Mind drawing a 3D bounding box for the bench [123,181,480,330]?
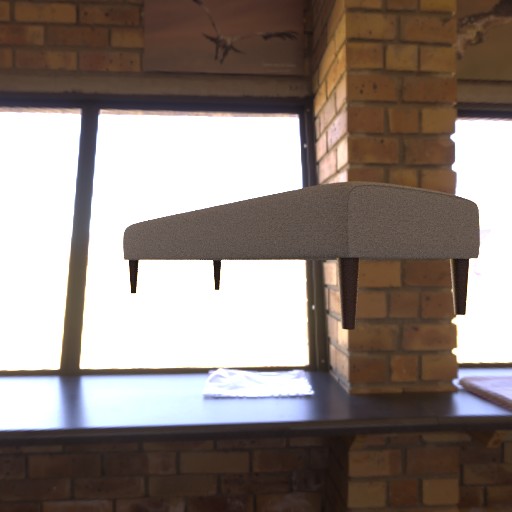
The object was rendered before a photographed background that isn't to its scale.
[{"bbox_3d":[0.000,0.000,1.859,0.631,0.383,1.598,1,-1,-35],"label":"bench"}]
